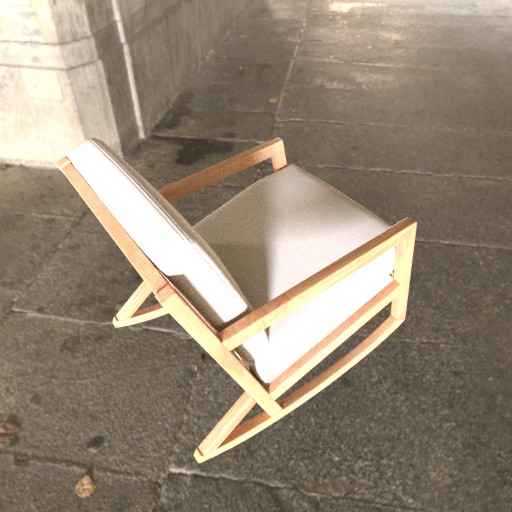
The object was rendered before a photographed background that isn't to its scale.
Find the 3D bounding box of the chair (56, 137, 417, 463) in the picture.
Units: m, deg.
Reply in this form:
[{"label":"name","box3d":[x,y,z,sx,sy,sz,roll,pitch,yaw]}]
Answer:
[{"label":"chair","box3d":[0.000,0.000,1.381,0.857,0.790,0.622,-25,47,-26]}]
